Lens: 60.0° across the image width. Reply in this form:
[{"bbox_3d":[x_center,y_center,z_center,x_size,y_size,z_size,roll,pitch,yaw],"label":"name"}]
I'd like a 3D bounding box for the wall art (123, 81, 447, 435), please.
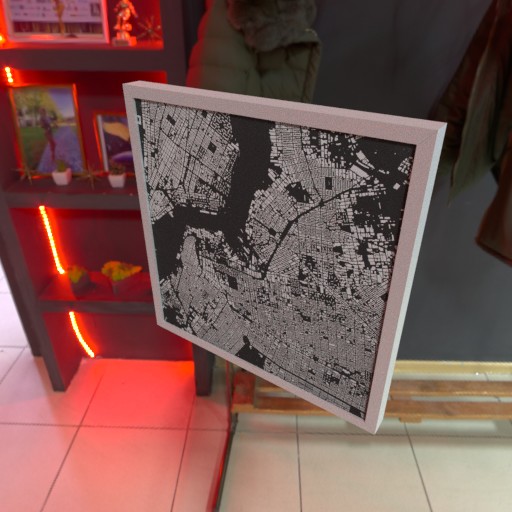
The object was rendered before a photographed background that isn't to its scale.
[{"bbox_3d":[0.000,0.000,0.747,0.506,0.506,0.038,19,36,29],"label":"wall art"}]
